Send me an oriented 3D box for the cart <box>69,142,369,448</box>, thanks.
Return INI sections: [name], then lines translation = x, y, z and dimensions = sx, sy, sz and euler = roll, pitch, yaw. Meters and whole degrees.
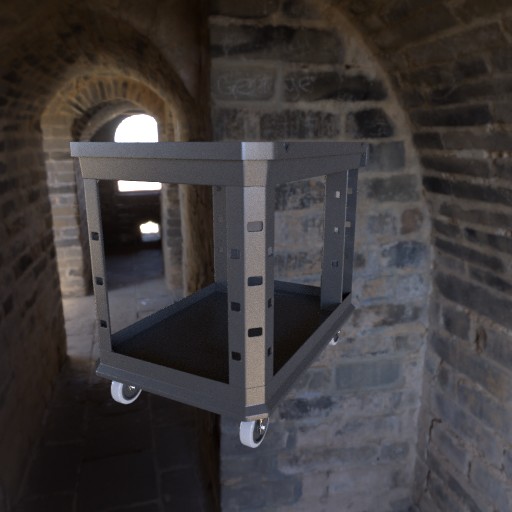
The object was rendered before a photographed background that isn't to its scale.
[cart]
translation = 0.000, 0.000, 1.773
dimensions = 0.674, 0.884, 1.239
euler = 7, 16, 26
